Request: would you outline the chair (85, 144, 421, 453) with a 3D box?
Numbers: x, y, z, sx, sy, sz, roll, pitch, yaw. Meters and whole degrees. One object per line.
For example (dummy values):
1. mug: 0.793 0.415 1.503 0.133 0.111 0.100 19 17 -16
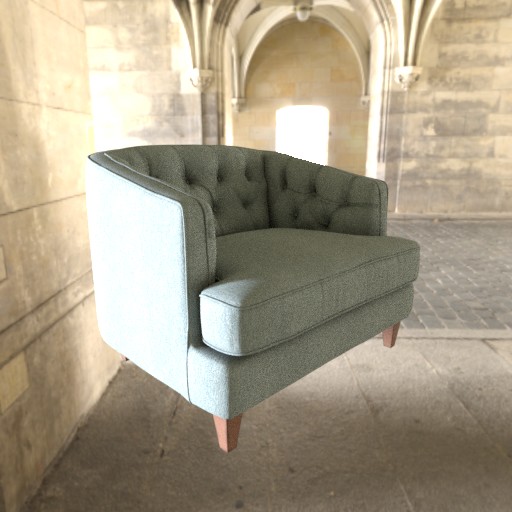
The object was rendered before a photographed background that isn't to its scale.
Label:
1. chair: 0.000 0.000 1.743 0.945 0.852 1.094 13 19 43
